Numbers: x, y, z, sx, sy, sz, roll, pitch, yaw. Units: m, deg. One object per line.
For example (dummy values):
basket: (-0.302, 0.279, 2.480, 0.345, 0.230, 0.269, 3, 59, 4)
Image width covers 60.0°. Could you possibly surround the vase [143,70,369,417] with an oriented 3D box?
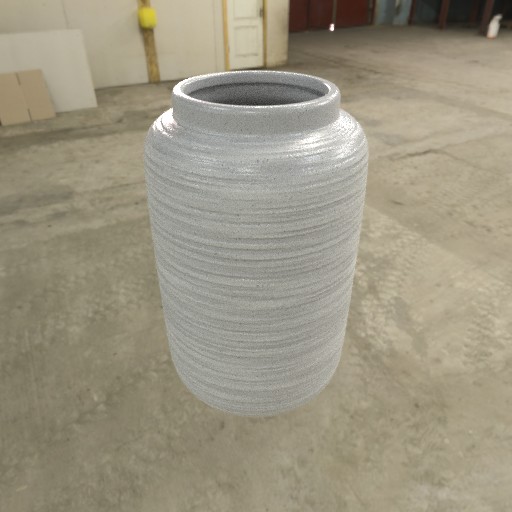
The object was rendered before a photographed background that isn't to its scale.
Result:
vase: (0.000, 0.000, 0.458, 0.202, 0.335, 0.202, 0, 33, 0)
